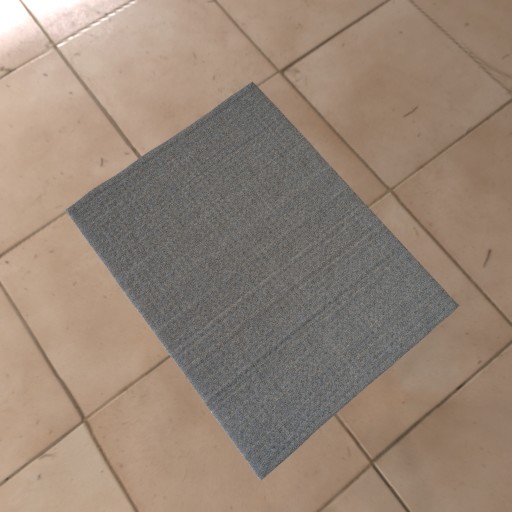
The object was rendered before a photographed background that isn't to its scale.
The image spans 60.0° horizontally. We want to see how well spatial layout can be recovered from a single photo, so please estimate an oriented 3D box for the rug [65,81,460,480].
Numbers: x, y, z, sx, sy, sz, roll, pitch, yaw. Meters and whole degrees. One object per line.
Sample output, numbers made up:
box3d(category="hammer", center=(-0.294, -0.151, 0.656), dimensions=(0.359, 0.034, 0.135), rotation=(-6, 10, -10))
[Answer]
box3d(category="rug", center=(0.000, 0.000, 4.358), dimensions=(2.443, 0.007, 3.200), rotation=(-37, 77, -10))
